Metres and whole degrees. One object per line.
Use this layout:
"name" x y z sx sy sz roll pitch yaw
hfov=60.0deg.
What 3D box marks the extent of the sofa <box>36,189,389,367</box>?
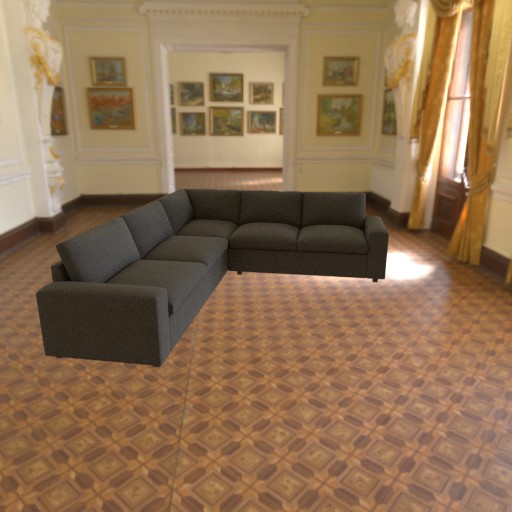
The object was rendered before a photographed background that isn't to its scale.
"sofa" 0.000 0.000 4.746 2.895 0.965 3.277 3 17 9
